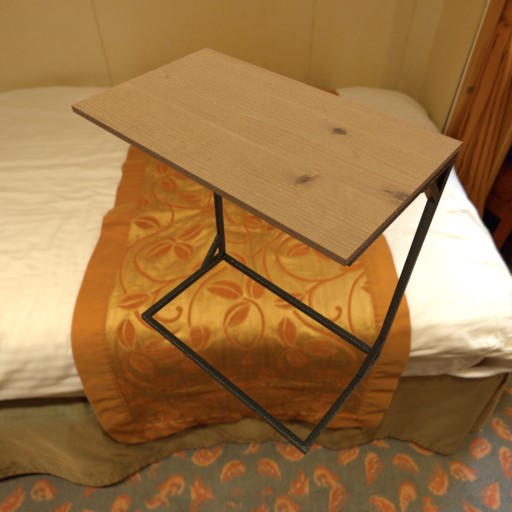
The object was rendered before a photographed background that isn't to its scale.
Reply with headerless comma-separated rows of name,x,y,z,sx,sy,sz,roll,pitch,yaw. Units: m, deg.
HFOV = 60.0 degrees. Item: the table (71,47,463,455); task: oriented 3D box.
table,0.000,0.000,1.015,0.597,0.673,0.351,32,54,27
